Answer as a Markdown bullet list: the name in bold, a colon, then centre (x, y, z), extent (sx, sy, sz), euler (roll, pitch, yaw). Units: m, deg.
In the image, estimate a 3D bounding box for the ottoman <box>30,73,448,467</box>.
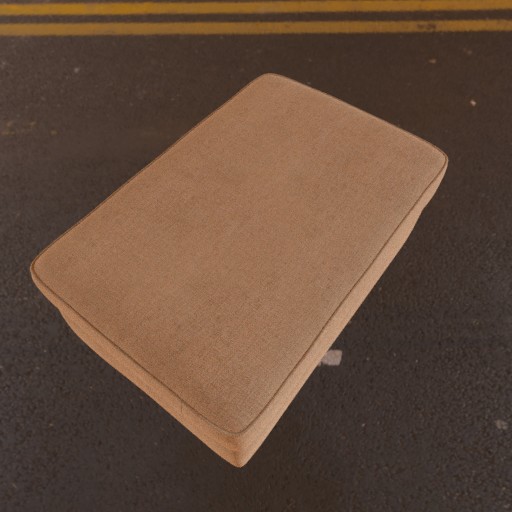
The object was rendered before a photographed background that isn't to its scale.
- **ottoman**: centre (0.000, 0.000, 1.164), extent (0.583, 0.484, 0.862), euler (33, 63, 19)
